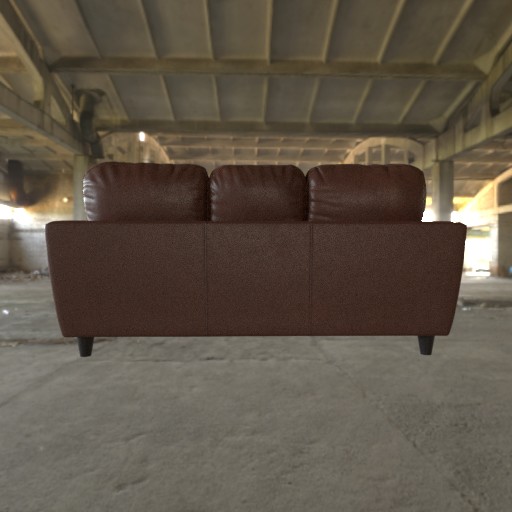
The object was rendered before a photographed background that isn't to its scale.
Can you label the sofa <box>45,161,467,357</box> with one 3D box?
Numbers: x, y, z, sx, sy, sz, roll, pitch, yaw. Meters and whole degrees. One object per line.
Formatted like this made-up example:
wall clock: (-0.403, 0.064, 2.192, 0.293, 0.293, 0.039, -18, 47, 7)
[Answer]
sofa: (0.000, 0.000, 2.322, 1.862, 0.915, 0.802, 0, 0, -1)
